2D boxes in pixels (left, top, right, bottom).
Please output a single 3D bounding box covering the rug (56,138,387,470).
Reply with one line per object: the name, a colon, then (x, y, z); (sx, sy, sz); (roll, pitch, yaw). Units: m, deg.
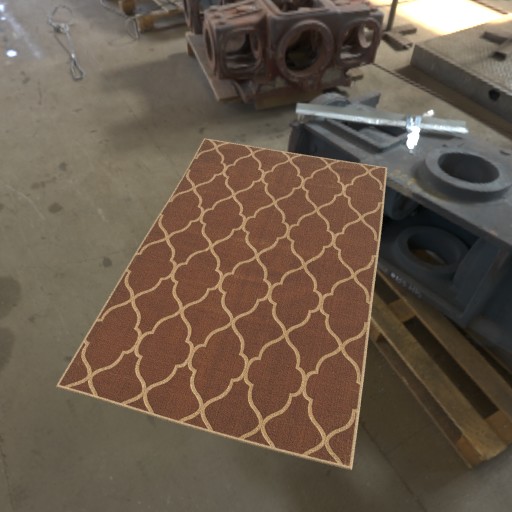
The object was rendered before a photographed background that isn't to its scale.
rug: (0.000, 0.000, 2.863); (1.526, 0.014, 2.290); (11, 50, 10)
